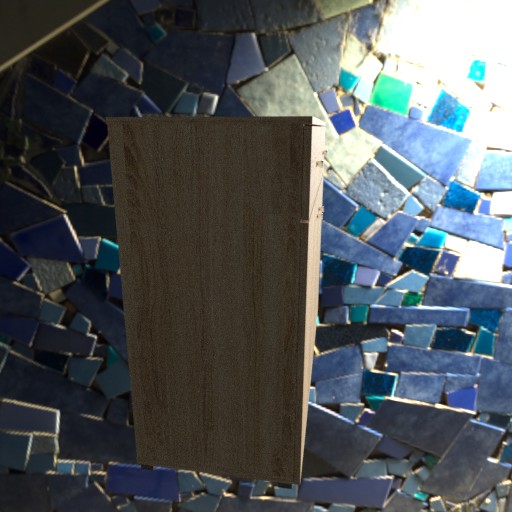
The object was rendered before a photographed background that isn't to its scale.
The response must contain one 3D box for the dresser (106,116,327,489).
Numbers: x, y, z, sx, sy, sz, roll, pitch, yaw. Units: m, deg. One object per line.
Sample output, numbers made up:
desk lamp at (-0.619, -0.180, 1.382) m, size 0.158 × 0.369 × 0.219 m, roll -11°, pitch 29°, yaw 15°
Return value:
dresser at (0.000, 0.000, 1.541) m, size 0.450 × 0.900 × 1.100 m, roll 3°, pitch 16°, yaw 9°
